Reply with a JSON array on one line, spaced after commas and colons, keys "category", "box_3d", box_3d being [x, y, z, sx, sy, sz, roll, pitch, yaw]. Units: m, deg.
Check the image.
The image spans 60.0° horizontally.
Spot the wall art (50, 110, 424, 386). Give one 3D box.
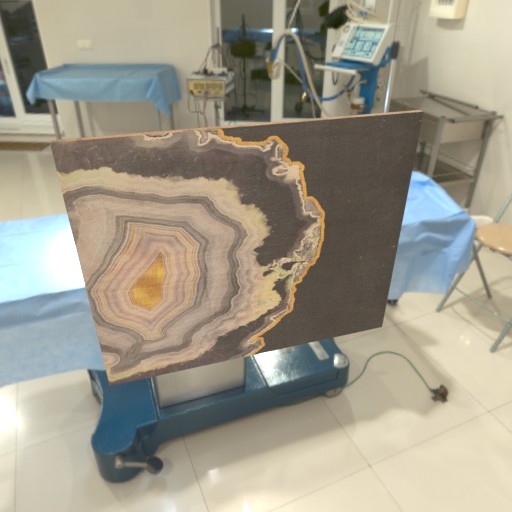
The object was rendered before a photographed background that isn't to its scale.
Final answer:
[{"category": "wall art", "box_3d": [0.000, 0.000, 0.692, 0.508, 0.408, 0.010, -9, 33, -14]}]
